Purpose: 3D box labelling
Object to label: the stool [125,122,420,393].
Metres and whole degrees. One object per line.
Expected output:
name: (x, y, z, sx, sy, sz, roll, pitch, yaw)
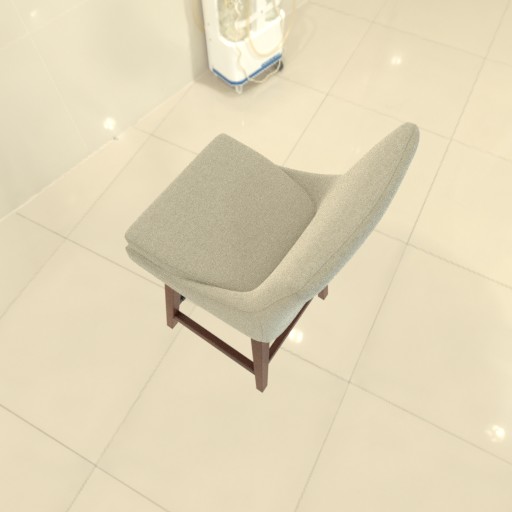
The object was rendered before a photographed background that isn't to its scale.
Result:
stool: (0.000, 0.000, 1.295, 0.559, 0.991, 0.469, 32, 67, 15)
